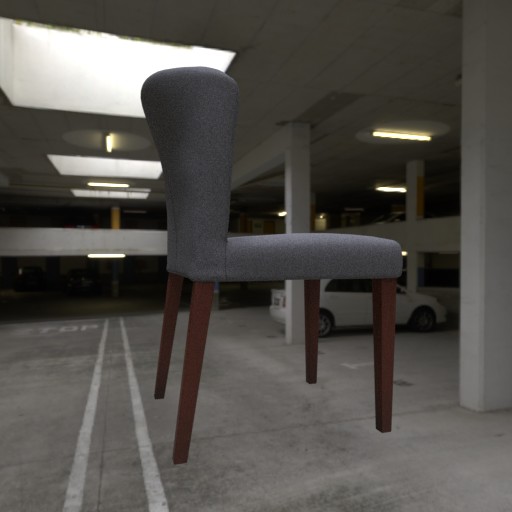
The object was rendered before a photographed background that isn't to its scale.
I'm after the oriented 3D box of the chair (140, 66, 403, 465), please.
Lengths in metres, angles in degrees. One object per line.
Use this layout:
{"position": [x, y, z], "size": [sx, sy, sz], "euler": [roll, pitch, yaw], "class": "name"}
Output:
{"position": [0.000, 0.000, 1.177], "size": [0.592, 0.839, 0.491], "euler": [0, 1, -18], "class": "chair"}
